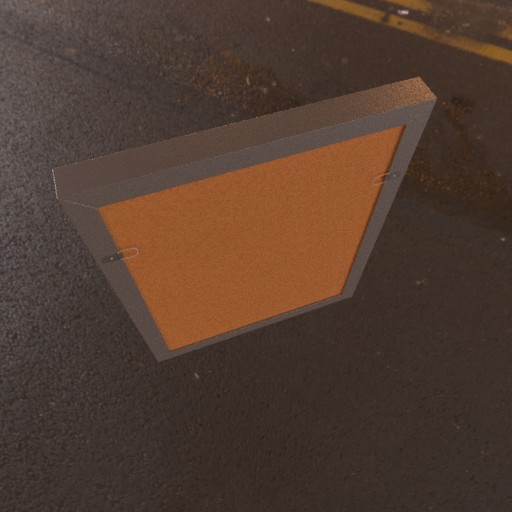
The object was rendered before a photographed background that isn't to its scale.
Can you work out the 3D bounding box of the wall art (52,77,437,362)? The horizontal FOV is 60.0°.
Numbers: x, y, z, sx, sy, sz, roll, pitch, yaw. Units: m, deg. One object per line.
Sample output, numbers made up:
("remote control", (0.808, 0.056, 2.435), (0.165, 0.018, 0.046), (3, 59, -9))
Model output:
("wall art", (0.000, 0.000, 0.509), (0.308, 0.379, 0.030), (-17, 61, -10))
